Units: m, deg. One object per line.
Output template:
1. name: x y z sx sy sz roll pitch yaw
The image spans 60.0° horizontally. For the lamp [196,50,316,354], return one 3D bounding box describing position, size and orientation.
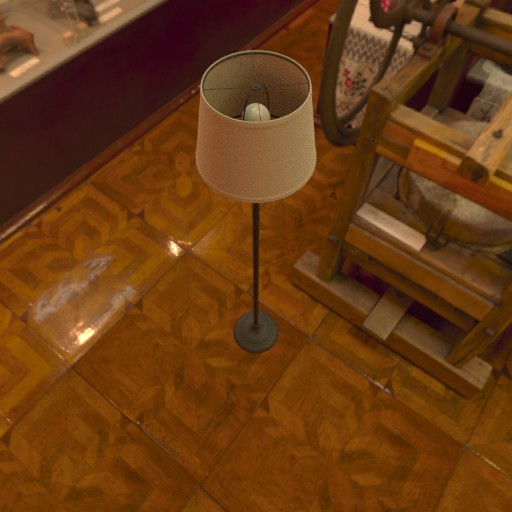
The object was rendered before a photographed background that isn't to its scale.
1. lamp: 0.000 0.000 1.655 0.327 1.506 0.327 35 65 19
